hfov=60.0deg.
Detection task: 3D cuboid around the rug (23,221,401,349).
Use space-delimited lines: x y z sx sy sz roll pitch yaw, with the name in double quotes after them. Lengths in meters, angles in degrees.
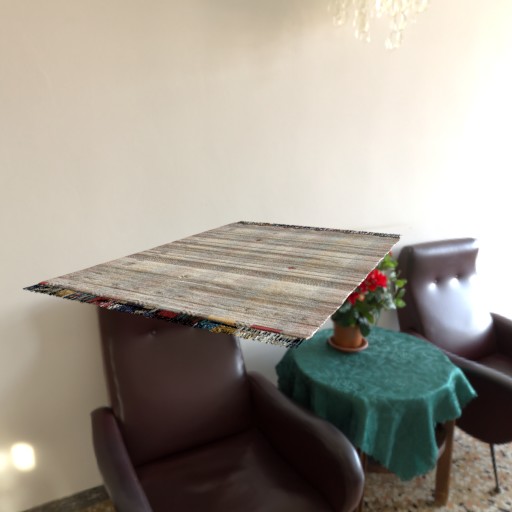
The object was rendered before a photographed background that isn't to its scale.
0.000 0.000 2.321 1.217 0.012 1.848 7 16 26 "rug"
